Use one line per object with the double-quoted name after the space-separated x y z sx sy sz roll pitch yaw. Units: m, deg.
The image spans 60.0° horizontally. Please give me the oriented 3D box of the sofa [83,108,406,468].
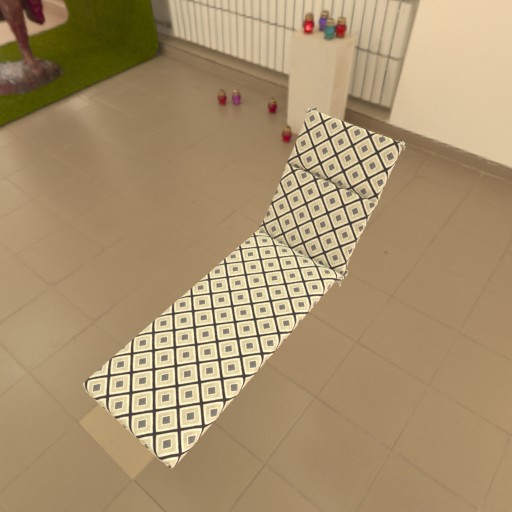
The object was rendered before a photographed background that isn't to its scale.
0.000 0.000 1.974 0.582 0.622 1.663 30 53 25 "sofa"
